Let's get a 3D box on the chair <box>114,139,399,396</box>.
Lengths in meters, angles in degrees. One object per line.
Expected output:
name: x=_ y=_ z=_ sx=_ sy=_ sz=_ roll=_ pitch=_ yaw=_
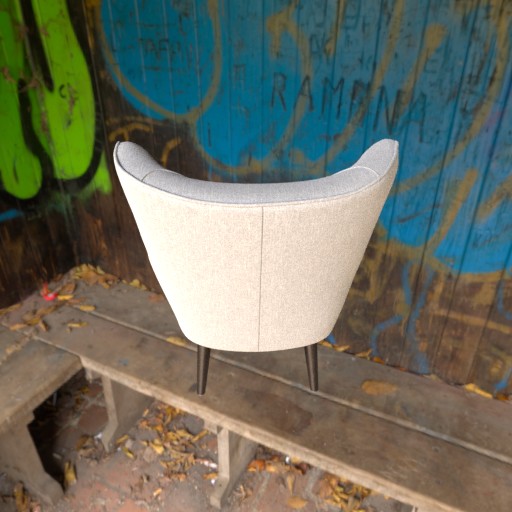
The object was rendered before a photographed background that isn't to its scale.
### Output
chair: x=0.000 y=0.000 z=1.597 sx=0.781 sy=0.933 sz=0.888 roll=-1 pitch=30 yaw=-2
